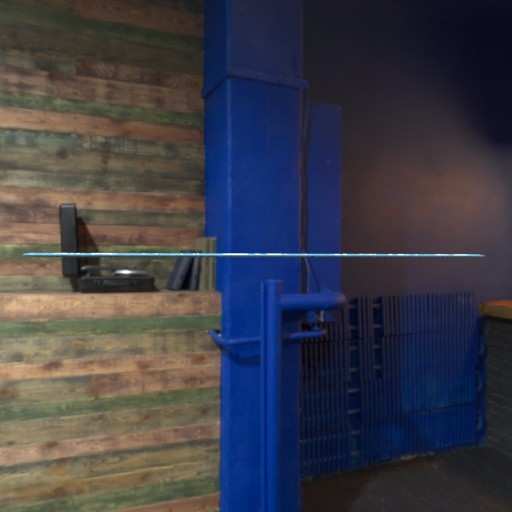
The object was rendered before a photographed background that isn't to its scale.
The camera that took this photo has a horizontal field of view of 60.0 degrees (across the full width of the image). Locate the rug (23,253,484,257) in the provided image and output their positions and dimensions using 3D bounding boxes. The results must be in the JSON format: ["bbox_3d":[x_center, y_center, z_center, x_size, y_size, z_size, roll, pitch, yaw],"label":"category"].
[{"bbox_3d":[0.000,0.000,1.403,1.219,0.007,0.604,0,0,-18],"label":"rug"}]
